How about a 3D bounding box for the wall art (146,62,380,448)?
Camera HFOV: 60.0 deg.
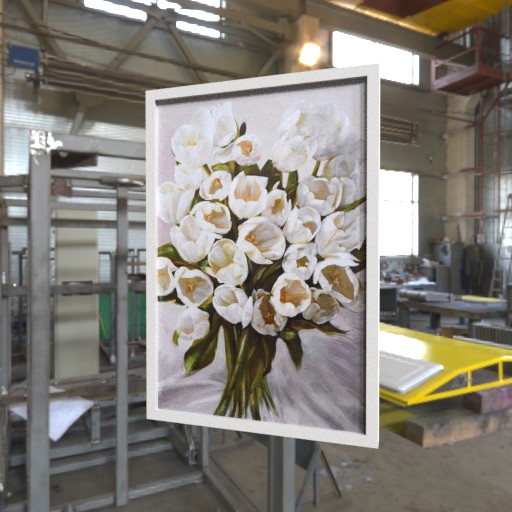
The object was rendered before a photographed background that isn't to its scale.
[{"bbox_3d":[0.000,0.000,0.840,0.450,0.657,0.038,0,1,17],"label":"wall art"}]
